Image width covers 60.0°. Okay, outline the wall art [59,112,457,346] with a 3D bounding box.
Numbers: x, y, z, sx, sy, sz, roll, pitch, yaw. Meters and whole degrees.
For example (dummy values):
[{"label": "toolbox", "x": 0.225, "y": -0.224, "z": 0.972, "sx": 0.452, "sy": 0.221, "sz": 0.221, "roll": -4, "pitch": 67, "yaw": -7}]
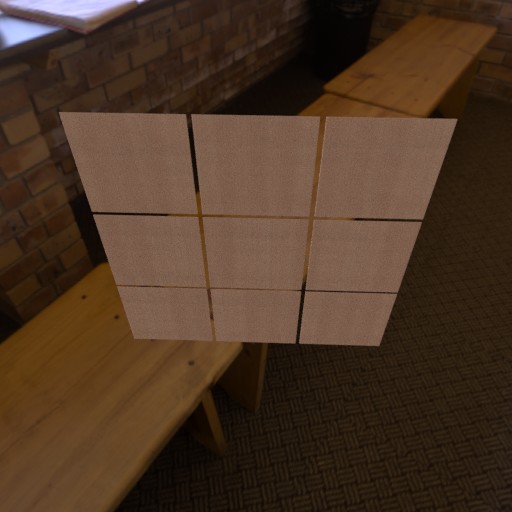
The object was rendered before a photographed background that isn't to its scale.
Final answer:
[{"label": "wall art", "x": 0.000, "y": 0.000, "z": 2.217, "sx": 1.517, "sy": 1.505, "sz": 0.002, "roll": 1, "pitch": 45, "yaw": 1}]
